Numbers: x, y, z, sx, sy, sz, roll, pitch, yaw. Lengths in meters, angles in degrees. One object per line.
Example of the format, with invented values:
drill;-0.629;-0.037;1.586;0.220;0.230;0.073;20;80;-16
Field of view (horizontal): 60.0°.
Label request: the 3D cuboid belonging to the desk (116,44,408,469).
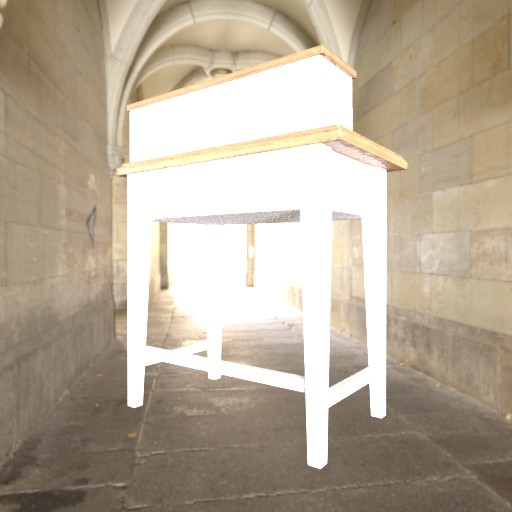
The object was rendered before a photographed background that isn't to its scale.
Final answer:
desk;0.000;0.000;1.419;0.814;0.981;0.462;0;1;37
